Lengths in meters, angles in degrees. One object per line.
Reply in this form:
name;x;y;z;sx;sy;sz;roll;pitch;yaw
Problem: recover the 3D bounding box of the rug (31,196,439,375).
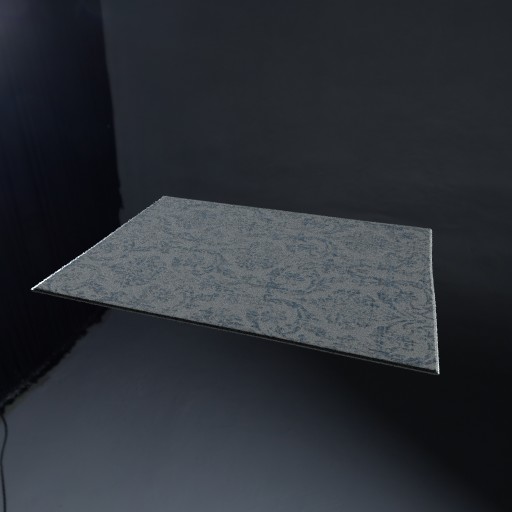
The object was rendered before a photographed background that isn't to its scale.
rug;0.000;0.000;2.898;2.197;0.014;1.586;9;30;16
